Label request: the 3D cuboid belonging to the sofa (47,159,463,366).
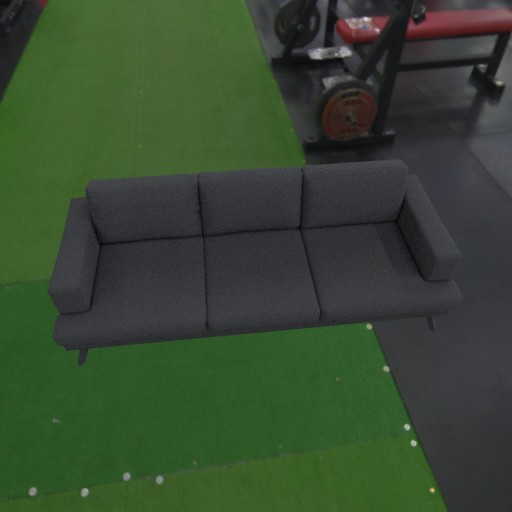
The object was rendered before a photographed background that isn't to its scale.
[{"bbox_3d":[0.000,0.000,2.744,2.310,0.810,0.920,-5,48,-4],"label":"sofa"}]
